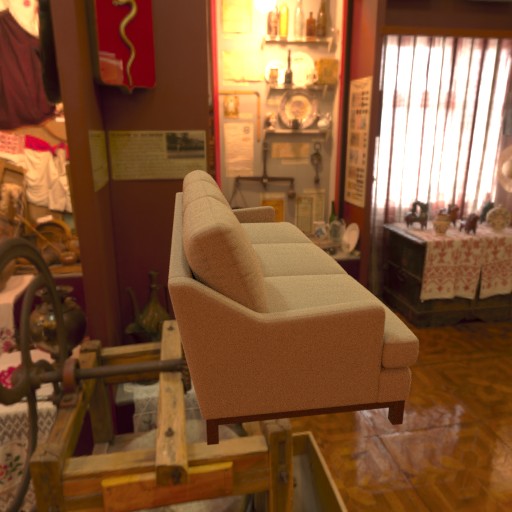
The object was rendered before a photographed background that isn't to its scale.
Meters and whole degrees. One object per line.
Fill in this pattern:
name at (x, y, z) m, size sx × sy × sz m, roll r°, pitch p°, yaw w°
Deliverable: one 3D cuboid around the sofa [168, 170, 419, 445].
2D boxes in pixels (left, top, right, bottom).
sofa at (0.000, 0.000, 2.798) m, size 1.000 × 0.913 × 2.321 m, roll -3°, pitch 16°, yaw -9°
